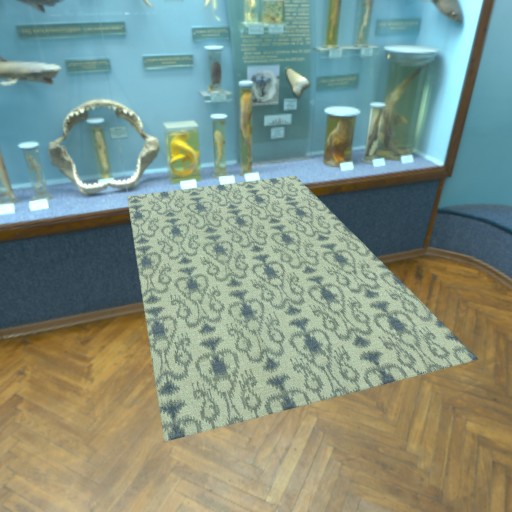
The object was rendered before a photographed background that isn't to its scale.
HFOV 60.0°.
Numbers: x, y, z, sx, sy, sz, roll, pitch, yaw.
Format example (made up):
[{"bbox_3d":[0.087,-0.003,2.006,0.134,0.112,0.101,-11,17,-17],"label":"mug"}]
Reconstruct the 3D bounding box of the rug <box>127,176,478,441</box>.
[{"bbox_3d":[0.000,0.000,2.004,1.035,0.006,1.652,-9,34,-14],"label":"rug"}]
